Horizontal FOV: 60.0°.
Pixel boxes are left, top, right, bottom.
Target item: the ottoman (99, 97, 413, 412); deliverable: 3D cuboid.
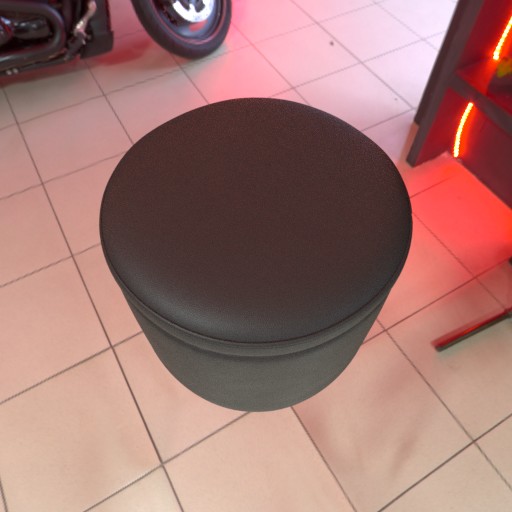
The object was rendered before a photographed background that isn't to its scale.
[{"bbox_3d":[0.000,0.000,0.853,0.500,0.409,0.500,0,58,0],"label":"ottoman"}]
